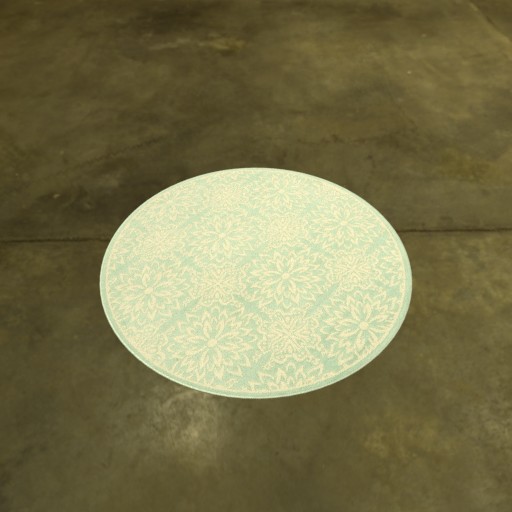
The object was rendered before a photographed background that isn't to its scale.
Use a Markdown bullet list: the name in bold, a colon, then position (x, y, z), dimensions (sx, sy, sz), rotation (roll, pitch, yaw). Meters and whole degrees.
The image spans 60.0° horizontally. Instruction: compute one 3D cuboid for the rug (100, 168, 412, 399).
- **rug**: position (0.000, 0.000, 2.325), dimensions (1.593, 0.012, 1.593), rotation (0, 46, 0)
